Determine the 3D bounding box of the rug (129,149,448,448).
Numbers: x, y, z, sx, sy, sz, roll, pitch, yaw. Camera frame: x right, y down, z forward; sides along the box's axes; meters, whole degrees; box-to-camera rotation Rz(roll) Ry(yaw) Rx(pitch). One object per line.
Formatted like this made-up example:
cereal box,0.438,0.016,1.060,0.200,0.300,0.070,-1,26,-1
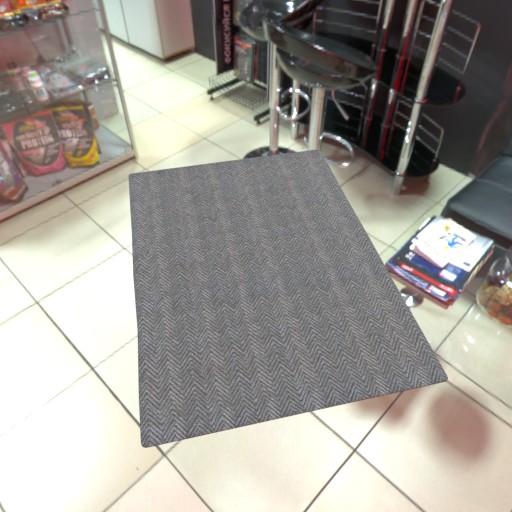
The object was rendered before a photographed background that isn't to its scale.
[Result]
rug,0.000,0.000,5.314,2.894,0.011,3.957,-9,48,-9
